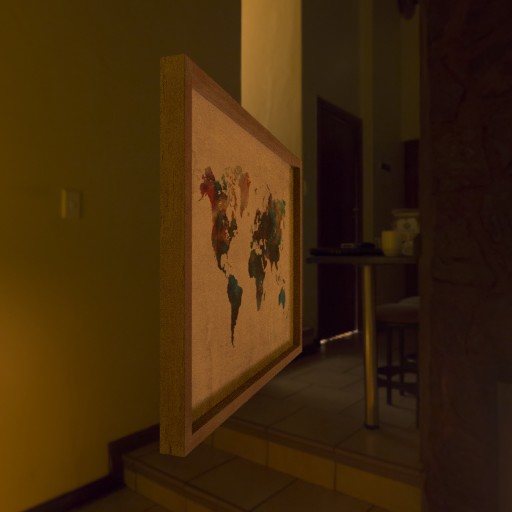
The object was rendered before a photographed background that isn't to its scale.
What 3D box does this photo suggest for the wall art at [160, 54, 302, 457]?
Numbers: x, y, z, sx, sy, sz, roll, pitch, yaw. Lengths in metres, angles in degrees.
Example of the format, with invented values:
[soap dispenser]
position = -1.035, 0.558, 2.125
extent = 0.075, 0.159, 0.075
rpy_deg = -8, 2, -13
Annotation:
[wall art]
position = 0.000, 0.000, 1.745
extent = 0.070, 1.009, 1.320
rpy_deg = 0, 0, 19
